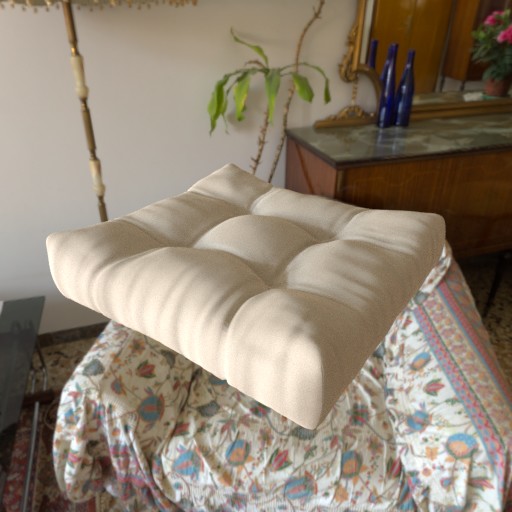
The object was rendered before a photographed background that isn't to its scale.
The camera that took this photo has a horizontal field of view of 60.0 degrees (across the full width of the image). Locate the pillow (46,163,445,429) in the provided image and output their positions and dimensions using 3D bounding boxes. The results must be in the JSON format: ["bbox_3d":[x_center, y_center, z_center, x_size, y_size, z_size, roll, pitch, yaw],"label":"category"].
[{"bbox_3d":[0.000,0.000,0.729,0.490,0.128,0.468,20,35,31],"label":"pillow"}]
